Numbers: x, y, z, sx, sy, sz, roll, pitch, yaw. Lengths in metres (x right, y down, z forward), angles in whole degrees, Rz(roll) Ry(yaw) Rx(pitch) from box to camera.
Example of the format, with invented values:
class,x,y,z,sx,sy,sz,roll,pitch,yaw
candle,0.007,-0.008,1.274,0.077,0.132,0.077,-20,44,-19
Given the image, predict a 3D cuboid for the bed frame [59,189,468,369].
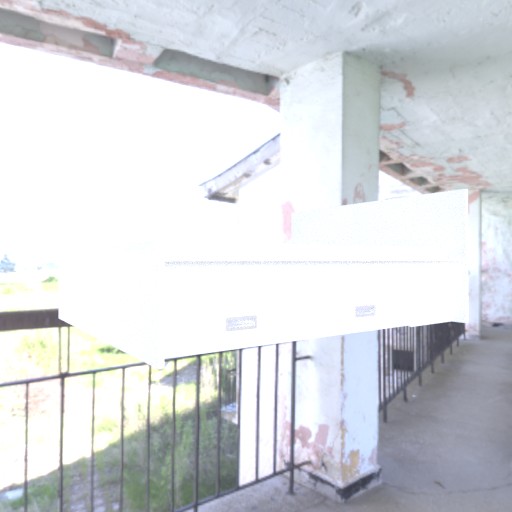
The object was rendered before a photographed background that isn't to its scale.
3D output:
class,x,y,z,sx,sy,sz,roll,pitch,yaw
bed frame,0.000,0.000,2.750,1.960,0.800,1.622,0,-1,-35
